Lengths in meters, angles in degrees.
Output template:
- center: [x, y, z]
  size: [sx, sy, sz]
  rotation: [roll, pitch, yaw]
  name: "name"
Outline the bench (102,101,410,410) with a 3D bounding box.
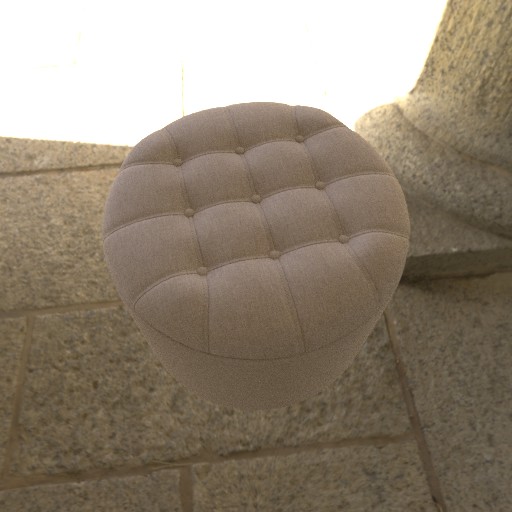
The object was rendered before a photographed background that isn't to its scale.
- center: [0.000, 0.000, 1.011]
  size: [0.600, 0.454, 0.600]
  rotation: [0, 59, 0]
  name: "bench"
